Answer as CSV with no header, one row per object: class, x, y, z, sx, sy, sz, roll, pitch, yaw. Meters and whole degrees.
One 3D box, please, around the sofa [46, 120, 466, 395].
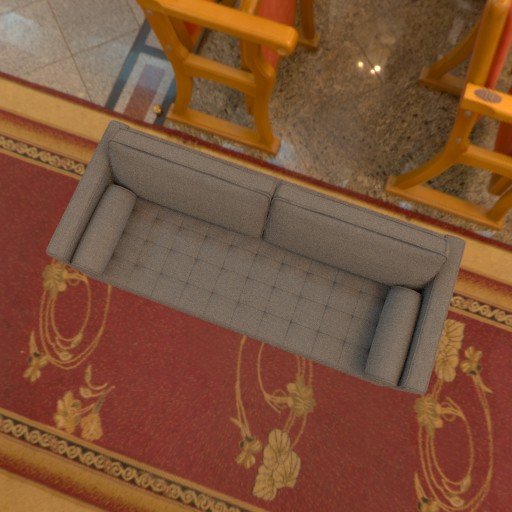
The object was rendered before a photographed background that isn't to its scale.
sofa,0.000,0.000,2.650,2.198,0.762,0.914,20,77,5
